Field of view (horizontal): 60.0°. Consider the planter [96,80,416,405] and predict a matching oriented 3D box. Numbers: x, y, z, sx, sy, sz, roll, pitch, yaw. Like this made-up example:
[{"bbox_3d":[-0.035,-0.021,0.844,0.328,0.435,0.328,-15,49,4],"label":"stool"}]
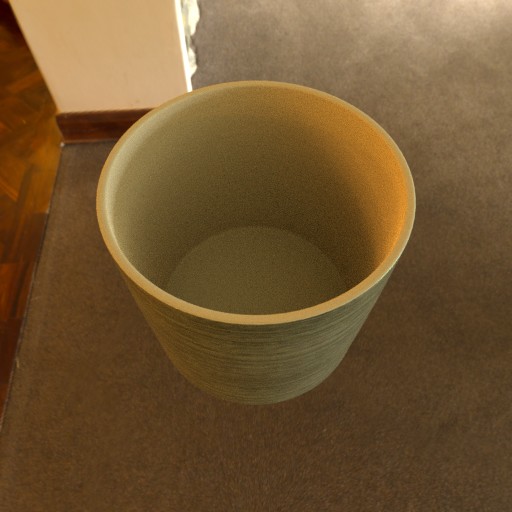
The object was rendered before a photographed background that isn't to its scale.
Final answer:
[{"bbox_3d":[0.000,0.000,0.397,0.221,0.201,0.221,0,57,0],"label":"planter"}]
